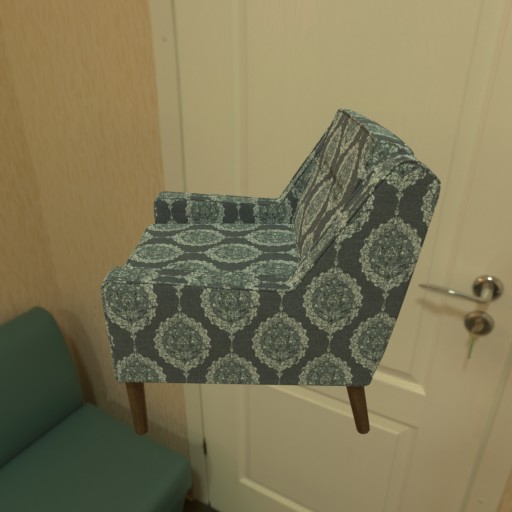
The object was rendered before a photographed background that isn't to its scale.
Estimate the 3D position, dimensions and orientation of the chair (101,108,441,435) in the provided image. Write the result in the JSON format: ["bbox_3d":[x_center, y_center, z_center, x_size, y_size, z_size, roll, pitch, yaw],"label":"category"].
[{"bbox_3d":[0.000,0.000,1.313,0.743,0.792,0.663,0,26,0],"label":"chair"}]
